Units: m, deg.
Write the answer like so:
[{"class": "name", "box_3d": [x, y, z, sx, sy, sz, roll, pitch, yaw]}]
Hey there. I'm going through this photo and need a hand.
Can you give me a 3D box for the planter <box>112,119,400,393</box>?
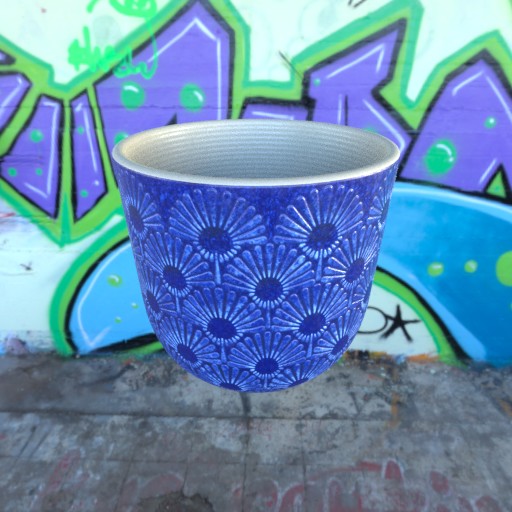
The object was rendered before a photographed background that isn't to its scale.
[{"class": "planter", "box_3d": [0.000, 0.000, 0.371, 0.206, 0.190, 0.206, 0, 26, 0]}]
